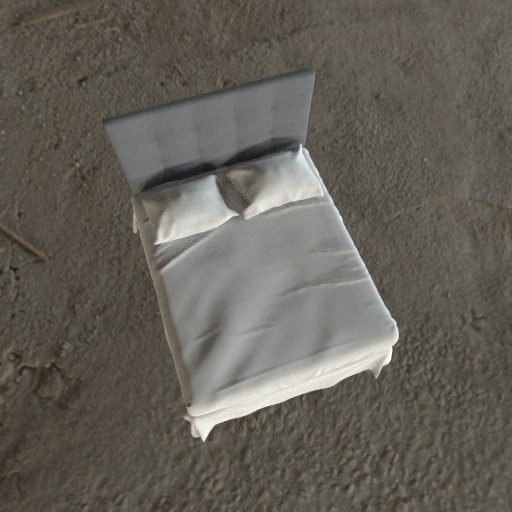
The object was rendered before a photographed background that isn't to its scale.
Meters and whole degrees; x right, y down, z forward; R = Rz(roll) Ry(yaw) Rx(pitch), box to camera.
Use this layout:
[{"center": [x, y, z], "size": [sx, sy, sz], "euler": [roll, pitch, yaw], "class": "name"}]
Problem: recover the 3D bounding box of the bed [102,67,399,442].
[{"center": [0.000, 0.000, 3.542], "size": [1.936, 1.577, 2.222], "euler": [-17, 65, -8], "class": "bed"}]
